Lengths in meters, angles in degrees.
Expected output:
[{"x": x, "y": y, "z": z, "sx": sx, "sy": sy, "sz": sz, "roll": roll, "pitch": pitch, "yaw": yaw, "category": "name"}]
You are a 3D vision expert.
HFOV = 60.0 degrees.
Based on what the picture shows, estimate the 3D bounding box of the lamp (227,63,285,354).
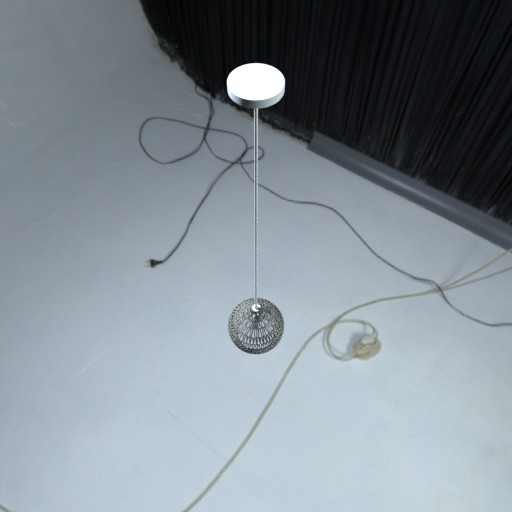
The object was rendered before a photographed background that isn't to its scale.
[{"x": 0.000, "y": 0.000, "z": 2.096, "sx": 0.355, "sy": 1.919, "sz": 0.355, "roll": 32, "pitch": 63, "yaw": 18, "category": "lamp"}]
